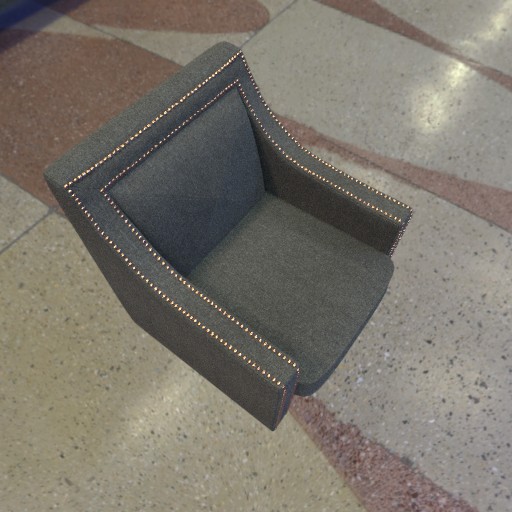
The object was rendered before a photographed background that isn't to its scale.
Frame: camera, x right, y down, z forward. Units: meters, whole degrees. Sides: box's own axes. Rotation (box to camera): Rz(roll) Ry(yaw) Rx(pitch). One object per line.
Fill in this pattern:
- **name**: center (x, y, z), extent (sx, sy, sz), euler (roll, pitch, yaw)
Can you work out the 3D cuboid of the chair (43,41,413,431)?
- **chair**: center (0.000, 0.000, 1.589), extent (0.884, 0.967, 0.776), euler (33, 63, 19)
